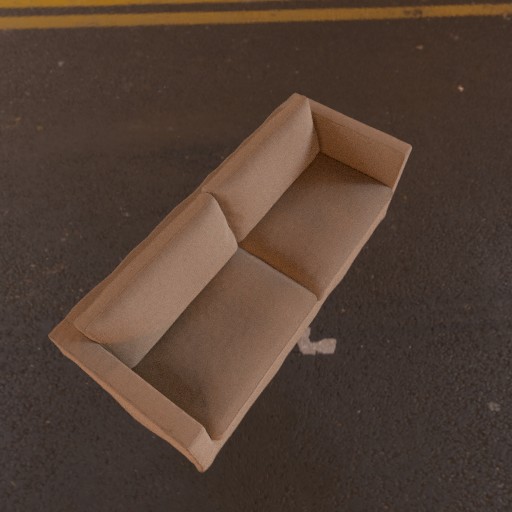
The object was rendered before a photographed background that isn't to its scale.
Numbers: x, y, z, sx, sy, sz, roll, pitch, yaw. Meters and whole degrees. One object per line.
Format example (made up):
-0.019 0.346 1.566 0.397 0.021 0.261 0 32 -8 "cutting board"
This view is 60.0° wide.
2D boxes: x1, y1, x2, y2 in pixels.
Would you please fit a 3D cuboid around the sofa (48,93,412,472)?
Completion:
0.000 0.000 2.771 0.956 0.847 2.296 31 63 18 "sofa"
